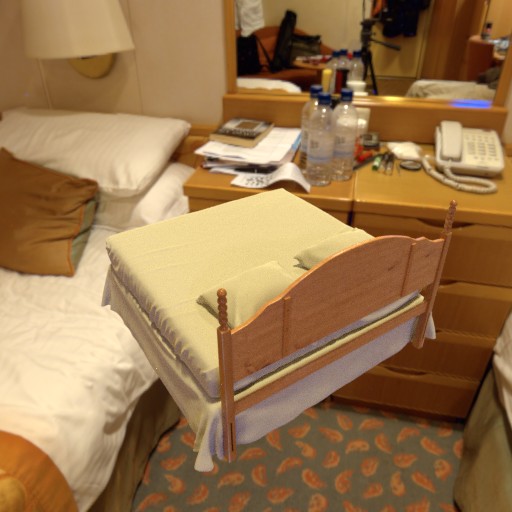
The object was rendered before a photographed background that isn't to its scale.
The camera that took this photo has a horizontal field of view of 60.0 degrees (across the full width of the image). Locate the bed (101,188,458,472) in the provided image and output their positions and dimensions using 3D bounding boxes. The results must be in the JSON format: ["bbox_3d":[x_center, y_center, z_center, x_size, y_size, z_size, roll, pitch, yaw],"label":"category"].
[{"bbox_3d":[0.000,0.000,3.727,2.322,1.355,2.219,-20,37,-28],"label":"bed"}]
